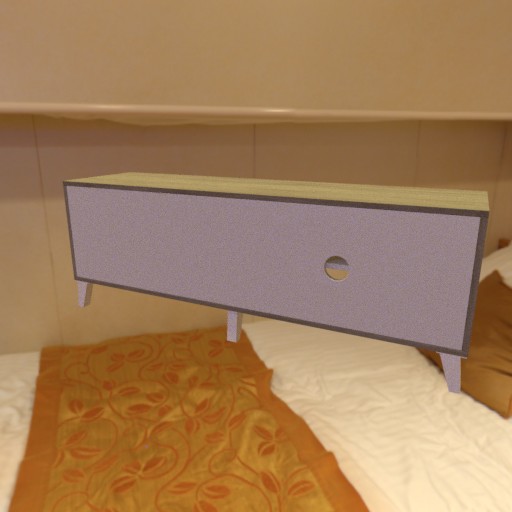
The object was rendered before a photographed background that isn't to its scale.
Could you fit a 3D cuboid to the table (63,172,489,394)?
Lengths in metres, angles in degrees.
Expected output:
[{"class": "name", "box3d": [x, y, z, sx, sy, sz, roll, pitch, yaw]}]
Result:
[{"class": "table", "box3d": [0.000, 0.000, 1.676, 1.500, 0.530, 0.400, 8, 18, 25]}]
